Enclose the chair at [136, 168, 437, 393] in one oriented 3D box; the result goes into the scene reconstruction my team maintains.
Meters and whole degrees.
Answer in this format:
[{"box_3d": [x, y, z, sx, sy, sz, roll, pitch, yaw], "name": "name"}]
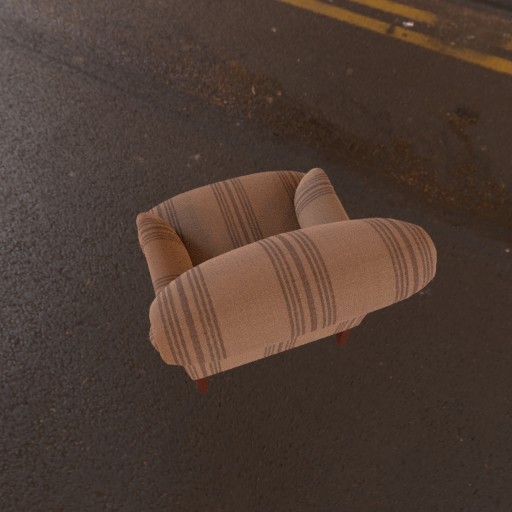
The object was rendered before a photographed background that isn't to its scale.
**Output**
[{"box_3d": [0.000, 0.000, 1.633, 0.813, 0.940, 0.914, -16, 60, -10], "name": "chair"}]
